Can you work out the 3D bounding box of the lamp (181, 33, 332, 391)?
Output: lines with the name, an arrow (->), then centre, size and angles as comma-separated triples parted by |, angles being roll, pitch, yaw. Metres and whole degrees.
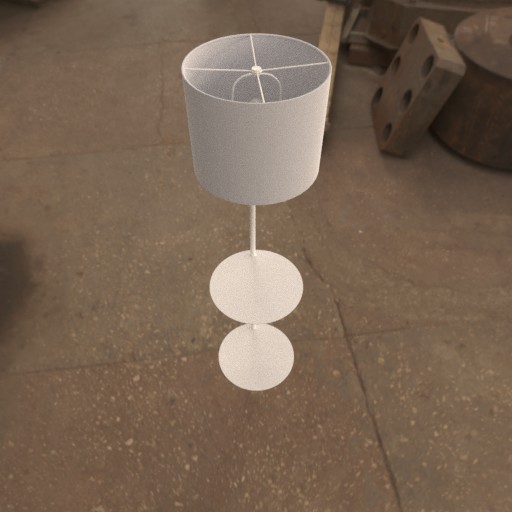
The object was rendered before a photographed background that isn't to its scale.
lamp -> 0.000, 0.000, 1.657 | 0.372, 1.465, 0.405 | -4, 49, -3
